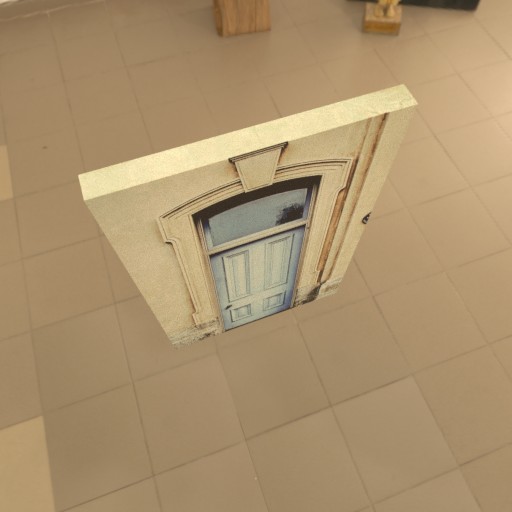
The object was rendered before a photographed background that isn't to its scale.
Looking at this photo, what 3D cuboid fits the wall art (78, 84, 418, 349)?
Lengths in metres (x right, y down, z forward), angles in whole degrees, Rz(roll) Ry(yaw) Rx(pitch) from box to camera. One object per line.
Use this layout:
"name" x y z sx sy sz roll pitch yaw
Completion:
"wall art" 0.000 0.000 0.782 0.403 0.607 0.036 -18 65 -9
